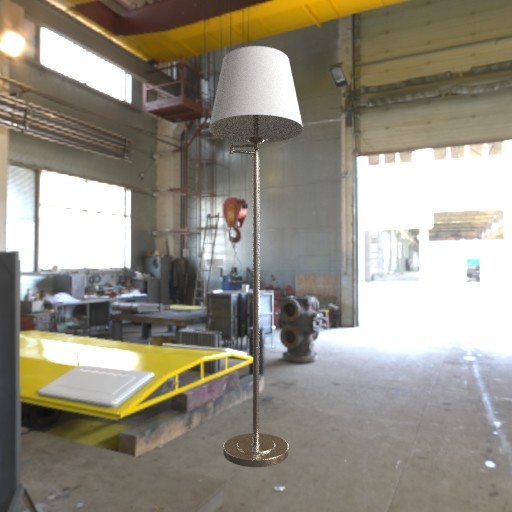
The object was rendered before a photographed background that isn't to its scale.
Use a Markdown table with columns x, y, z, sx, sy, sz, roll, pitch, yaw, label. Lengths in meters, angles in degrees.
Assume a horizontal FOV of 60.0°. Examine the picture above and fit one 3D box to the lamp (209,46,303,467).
| x | y | z | sx | sy | sz | roll | pitch | yaw | label |
| --- | --- | --- | --- | --- | --- | --- | --- | --- | --- |
| 0.000 | 0.000 | 1.673 | 0.355 | 1.473 | 0.355 | 0 | -1 | 0 | lamp |
